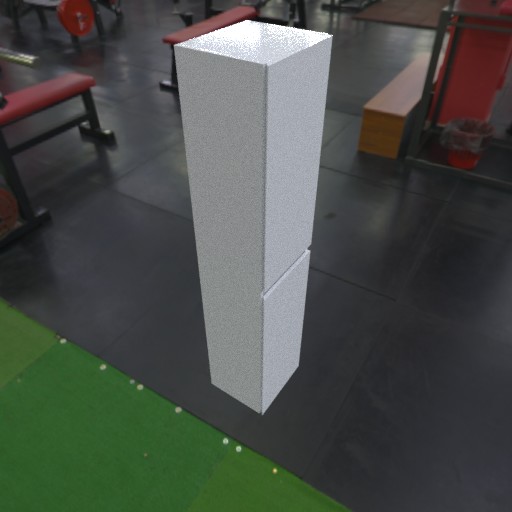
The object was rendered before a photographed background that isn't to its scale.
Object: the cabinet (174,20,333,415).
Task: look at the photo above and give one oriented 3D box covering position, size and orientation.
[{"bbox_3d":[0.000,0.000,1.547,0.270,1.400,0.300,24,46,26],"label":"cabinet"}]
